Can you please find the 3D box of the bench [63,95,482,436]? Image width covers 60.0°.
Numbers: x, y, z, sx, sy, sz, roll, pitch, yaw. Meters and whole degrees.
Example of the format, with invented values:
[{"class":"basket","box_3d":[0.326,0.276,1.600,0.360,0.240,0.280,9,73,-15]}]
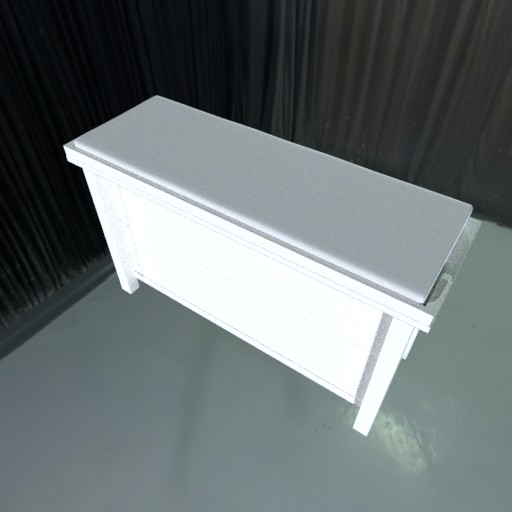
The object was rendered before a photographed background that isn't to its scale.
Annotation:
[{"class":"bench","box_3d":[0.000,0.000,1.260,0.987,0.589,0.346,26,51,23]}]
